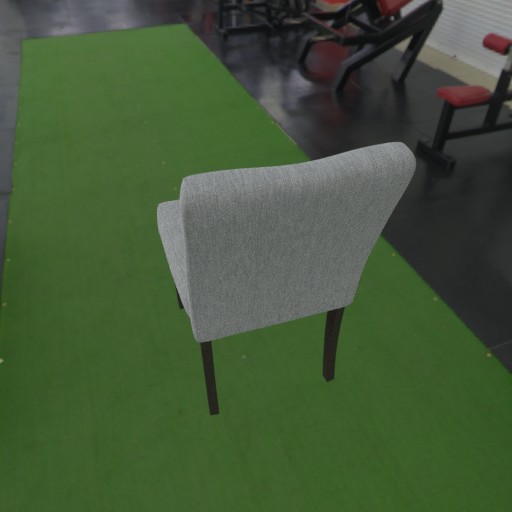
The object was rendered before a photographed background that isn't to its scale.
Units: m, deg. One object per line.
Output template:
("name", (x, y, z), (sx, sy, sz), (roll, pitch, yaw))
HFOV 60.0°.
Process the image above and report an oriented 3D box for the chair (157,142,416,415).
("chair", (0.000, 0.000, 1.262), (0.487, 0.884, 0.629), (-12, 43, -13))
